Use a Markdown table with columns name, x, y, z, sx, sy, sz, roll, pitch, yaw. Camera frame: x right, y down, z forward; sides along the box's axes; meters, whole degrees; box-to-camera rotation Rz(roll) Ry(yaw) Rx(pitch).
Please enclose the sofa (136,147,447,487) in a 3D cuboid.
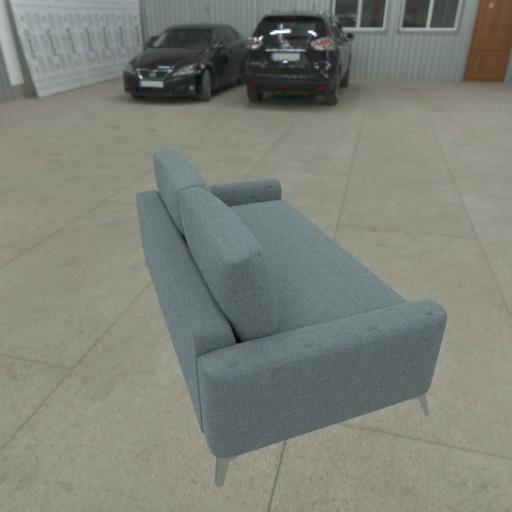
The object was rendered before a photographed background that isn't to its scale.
| name | x | y | z | sx | sy | sz | roll | pitch | yaw |
| --- | --- | --- | --- | --- | --- | --- | --- | --- | --- |
| sofa | 0.000 | 0.000 | 2.124 | 0.920 | 0.790 | 1.650 | -10 | 30 | -18 |
